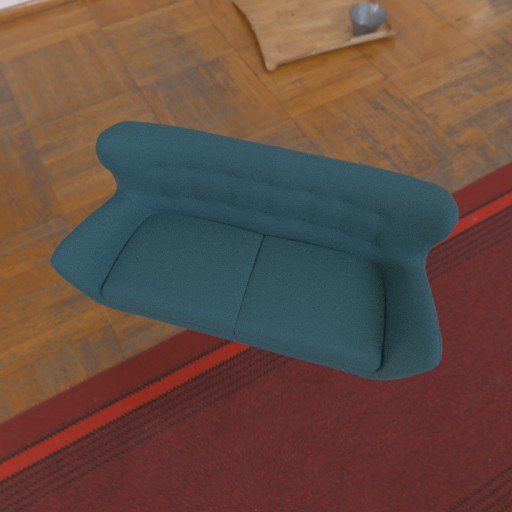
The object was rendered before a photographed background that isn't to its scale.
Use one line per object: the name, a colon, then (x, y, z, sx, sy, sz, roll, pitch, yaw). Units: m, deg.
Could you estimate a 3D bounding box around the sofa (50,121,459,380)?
sofa: (0.000, 0.000, 2.420, 1.930, 0.890, 0.889, 14, 61, 8)
